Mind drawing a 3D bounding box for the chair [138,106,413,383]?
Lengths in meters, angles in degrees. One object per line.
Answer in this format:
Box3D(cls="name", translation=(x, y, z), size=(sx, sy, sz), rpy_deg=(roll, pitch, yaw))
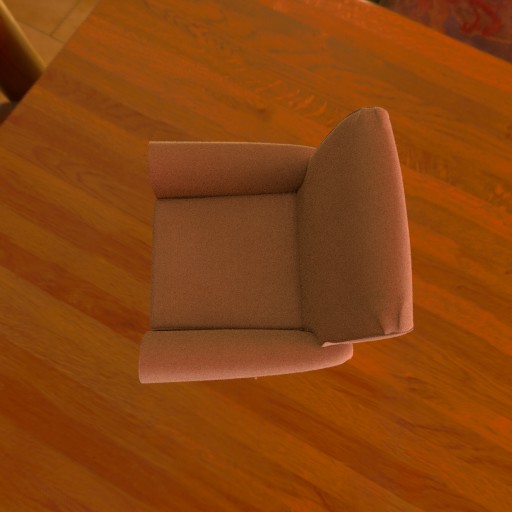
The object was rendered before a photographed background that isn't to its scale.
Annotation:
Box3D(cls="chair", translation=(0.000, 0.000, 1.808), size=(0.905, 1.061, 0.978), rpy_deg=(-1, 75, 0))
